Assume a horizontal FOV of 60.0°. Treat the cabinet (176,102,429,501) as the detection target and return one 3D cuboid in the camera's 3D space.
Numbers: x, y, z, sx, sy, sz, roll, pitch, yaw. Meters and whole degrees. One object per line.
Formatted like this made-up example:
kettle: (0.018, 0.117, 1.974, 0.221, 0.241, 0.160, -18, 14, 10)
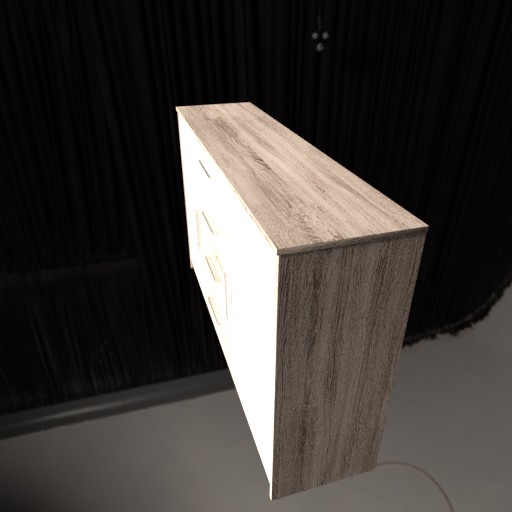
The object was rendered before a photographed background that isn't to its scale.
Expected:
cabinet: (0.000, 0.000, 1.786, 0.380, 0.900, 1.450, -9, 31, -15)
